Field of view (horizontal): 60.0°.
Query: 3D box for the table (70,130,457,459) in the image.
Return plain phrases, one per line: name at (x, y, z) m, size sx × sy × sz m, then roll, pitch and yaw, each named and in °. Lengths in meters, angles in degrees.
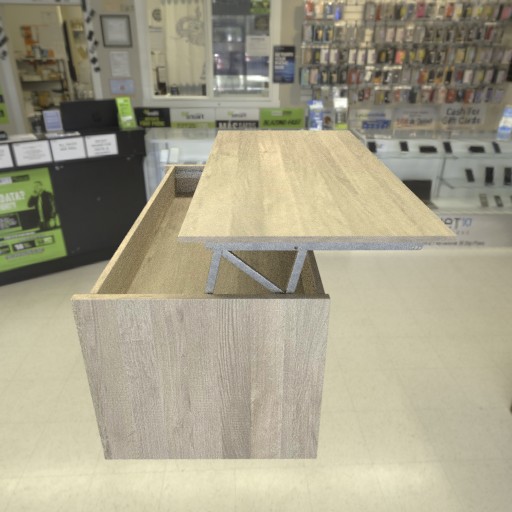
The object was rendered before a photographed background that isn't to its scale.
table at (0.000, 0.000, 1.360) m, size 0.712 × 0.570 × 1.000 m, roll 0°, pitch 26°, yaw 0°
